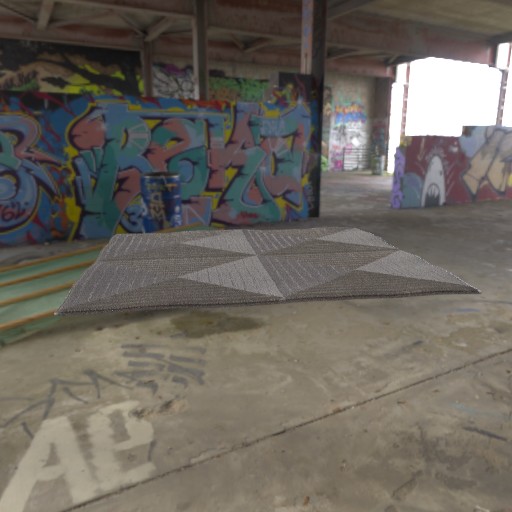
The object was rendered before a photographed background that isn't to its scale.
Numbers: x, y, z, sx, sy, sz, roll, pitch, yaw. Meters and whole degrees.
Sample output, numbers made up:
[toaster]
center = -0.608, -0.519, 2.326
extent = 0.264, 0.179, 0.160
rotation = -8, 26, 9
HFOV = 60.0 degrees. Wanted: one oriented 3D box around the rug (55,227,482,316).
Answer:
[rug]
center = 0.000, 0.000, 0.907
extent = 0.642, 0.008, 0.551
rotation = -2, 14, -8
